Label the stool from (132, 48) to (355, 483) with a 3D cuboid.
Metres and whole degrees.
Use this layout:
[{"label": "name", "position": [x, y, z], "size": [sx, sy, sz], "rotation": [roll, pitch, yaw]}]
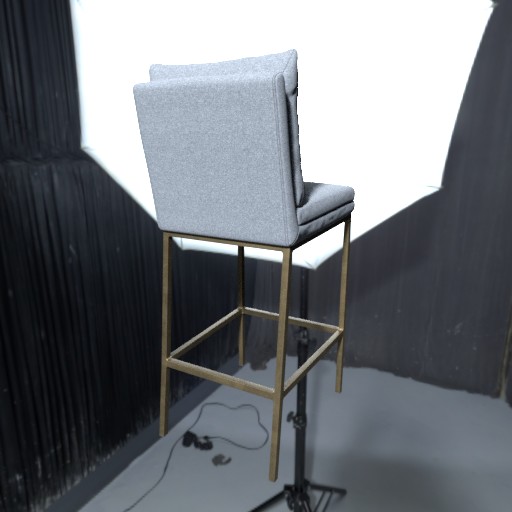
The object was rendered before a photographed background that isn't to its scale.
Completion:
[{"label": "stool", "position": [0.000, 0.000, 1.410], "size": [0.463, 1.130, 0.569], "rotation": [8, 17, 28]}]
